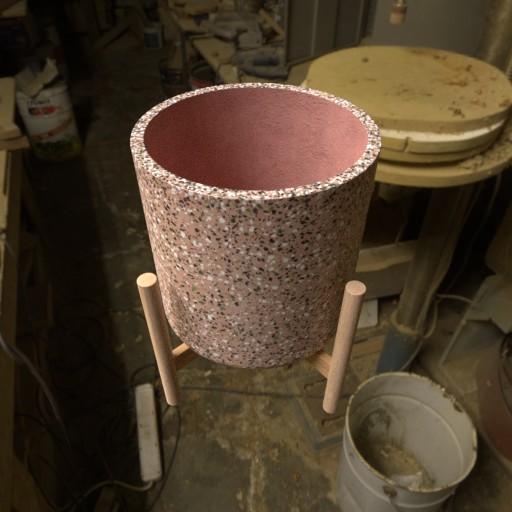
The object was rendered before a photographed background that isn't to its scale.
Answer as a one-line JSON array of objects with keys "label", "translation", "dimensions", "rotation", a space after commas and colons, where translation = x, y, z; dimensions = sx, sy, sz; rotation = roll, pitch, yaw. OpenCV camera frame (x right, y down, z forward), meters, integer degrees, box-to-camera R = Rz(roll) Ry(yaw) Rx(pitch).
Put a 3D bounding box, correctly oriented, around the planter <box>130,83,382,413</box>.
[{"label": "planter", "translation": [0.000, 0.000, 0.685], "dimensions": [0.360, 0.419, 0.360], "rotation": [-13, 44, -14]}]
